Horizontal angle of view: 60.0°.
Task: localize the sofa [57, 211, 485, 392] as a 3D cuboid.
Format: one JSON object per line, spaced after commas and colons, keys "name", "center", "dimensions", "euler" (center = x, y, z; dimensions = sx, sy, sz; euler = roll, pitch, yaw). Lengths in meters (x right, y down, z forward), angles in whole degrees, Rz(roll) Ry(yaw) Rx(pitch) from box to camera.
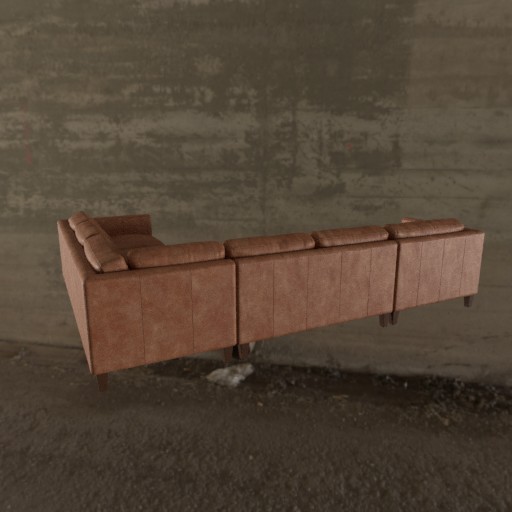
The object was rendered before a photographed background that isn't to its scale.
{"name": "sofa", "center": [0.000, 0.000, 4.356], "dimensions": [3.401, 0.832, 2.430], "euler": [-7, 15, -26]}
